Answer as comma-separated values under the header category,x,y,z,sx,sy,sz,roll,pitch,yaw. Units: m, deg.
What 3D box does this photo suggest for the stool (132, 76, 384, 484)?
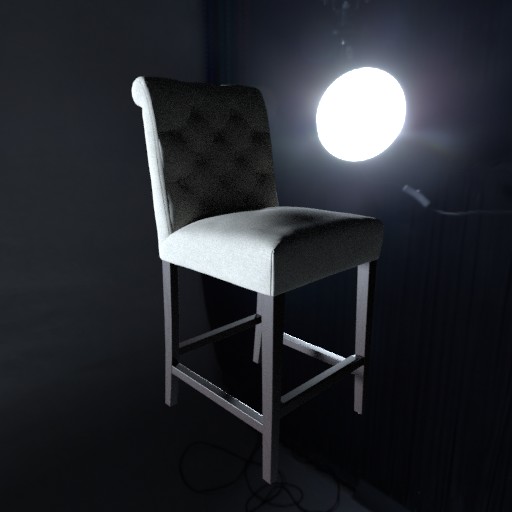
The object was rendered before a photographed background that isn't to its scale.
category,x,y,z,sx,sy,sz,roll,pitch,yaw
stool,0.000,0.000,1.363,0.493,1.040,0.601,-15,21,-42
